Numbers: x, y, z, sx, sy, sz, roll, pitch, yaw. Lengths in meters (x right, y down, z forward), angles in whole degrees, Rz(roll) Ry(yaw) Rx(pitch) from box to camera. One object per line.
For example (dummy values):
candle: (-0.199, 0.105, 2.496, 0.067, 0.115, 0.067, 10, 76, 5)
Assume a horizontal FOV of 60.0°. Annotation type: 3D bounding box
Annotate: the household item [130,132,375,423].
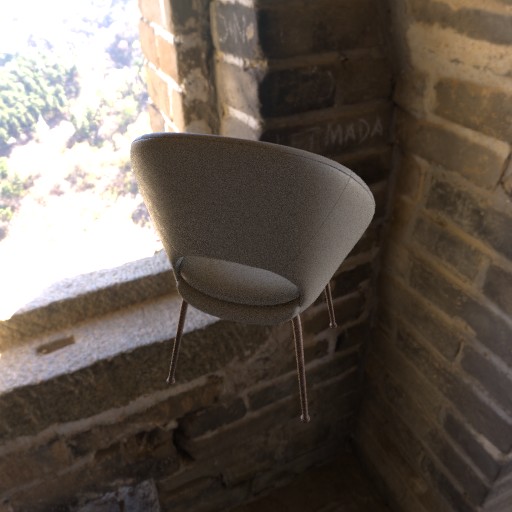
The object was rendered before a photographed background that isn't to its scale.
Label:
household item: (0.000, 0.000, 1.296, 0.623, 0.852, 0.573, 10, 33, 16)
